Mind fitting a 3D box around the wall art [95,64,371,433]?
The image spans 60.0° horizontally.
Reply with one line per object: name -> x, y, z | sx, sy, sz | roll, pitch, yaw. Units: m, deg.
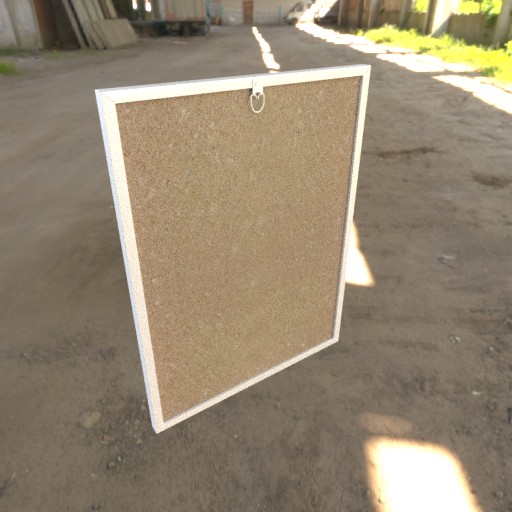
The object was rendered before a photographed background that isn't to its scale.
wall art -> 0.000, 0.000, 1.388 | 0.805, 1.056, 0.042 | -19, 35, -29
